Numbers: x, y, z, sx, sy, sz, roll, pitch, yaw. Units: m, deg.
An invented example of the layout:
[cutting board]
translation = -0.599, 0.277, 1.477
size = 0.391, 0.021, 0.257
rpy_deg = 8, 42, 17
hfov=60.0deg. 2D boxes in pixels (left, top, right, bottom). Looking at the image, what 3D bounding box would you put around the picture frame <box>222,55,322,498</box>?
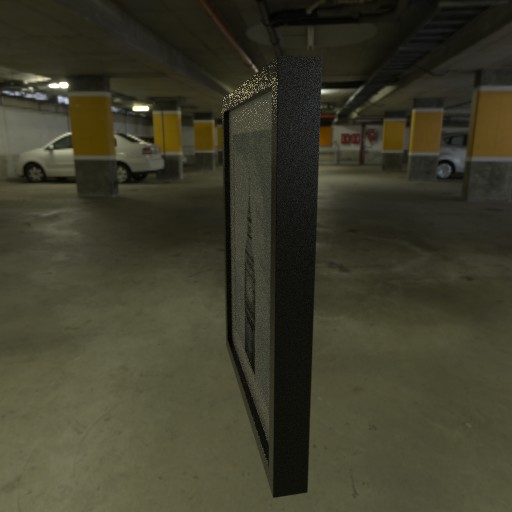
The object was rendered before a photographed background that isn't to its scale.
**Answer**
[picture frame]
translation = 0.000, 0.000, 0.522
size = 0.034, 0.378, 0.328
rpy_deg = -3, 14, -11
